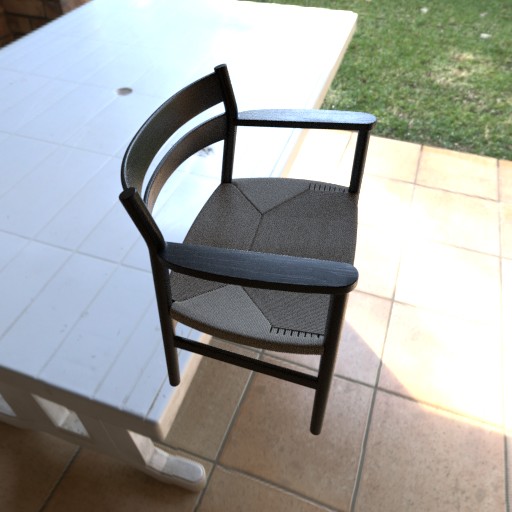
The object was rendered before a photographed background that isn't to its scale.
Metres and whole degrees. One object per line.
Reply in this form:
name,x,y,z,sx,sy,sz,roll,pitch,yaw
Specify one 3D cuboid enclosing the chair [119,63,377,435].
chair,0.000,0.000,1.187,0.508,0.775,0.630,10,47,10
